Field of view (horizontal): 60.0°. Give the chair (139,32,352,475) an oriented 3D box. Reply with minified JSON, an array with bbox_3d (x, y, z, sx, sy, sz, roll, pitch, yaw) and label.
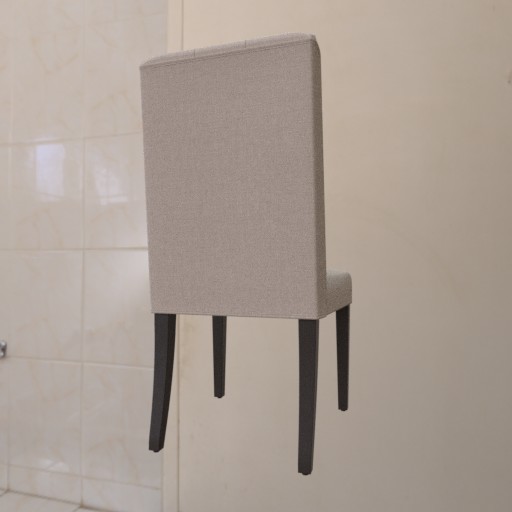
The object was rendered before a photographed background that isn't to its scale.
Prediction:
[{"bbox_3d":[0.000,0.000,1.240,0.474,0.961,0.523,0,-1,18],"label":"chair"}]
